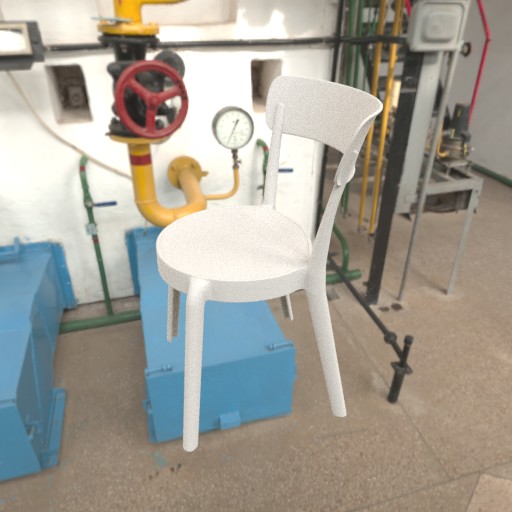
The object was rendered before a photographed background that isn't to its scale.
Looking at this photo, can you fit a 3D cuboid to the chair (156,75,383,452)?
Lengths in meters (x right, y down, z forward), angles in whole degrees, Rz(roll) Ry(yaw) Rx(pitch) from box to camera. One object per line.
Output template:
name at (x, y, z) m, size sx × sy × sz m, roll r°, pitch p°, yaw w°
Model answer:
chair at (0.000, 0.000, 1.131) m, size 0.491 × 0.790 × 0.506 m, roll -8°, pitch 31°, yaw -13°
